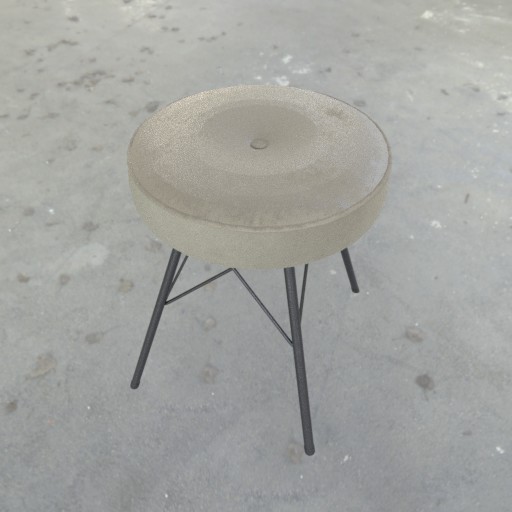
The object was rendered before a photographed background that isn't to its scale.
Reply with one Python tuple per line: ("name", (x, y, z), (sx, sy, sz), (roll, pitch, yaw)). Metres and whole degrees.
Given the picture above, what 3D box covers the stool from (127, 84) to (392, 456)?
("stool", (0.000, 0.000, 0.871), (0.423, 0.538, 0.457), (15, 48, 14))
